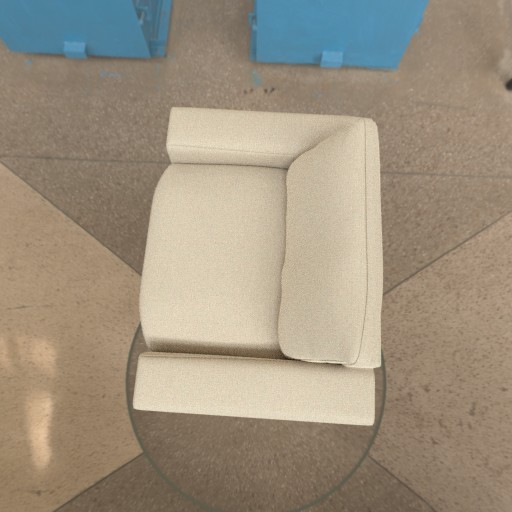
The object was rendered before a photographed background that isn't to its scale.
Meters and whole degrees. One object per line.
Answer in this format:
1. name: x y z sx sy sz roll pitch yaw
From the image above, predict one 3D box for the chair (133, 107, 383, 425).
1. chair: 0.000 0.000 2.053 1.039 0.915 1.398 4 75 1
